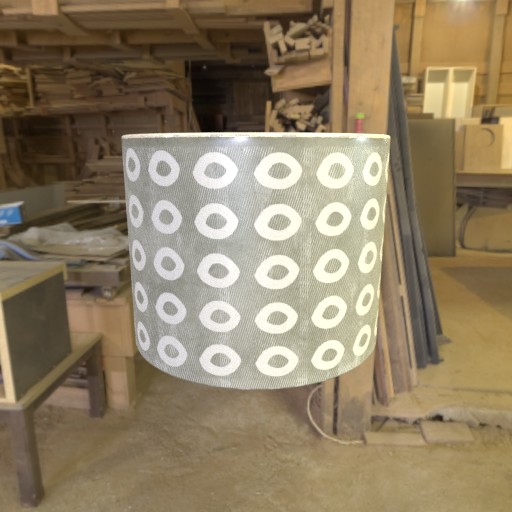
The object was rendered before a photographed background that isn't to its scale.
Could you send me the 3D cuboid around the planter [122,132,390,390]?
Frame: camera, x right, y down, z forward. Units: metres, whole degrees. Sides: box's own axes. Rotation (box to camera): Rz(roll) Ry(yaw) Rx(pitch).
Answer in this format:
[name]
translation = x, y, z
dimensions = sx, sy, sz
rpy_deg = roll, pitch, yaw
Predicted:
[planter]
translation = 0.000, 0.000, 0.458
dimensions = 0.250, 0.239, 0.250
rpy_deg = 0, 14, 0
